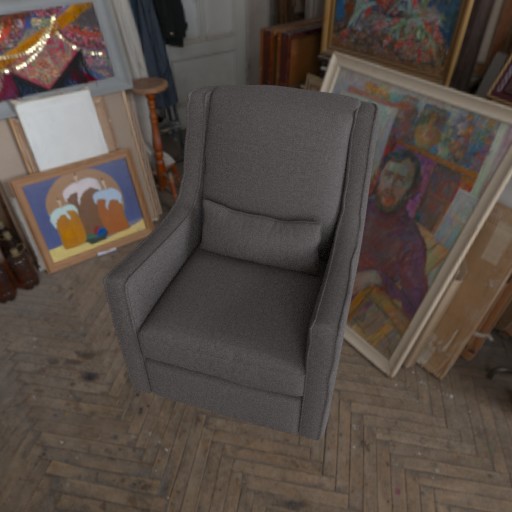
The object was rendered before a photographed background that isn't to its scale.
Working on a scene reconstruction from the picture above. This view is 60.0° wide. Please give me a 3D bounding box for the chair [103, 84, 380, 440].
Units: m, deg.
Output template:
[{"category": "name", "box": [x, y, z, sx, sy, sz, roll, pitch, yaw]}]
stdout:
[{"category": "chair", "box": [0.000, 0.000, 1.638, 0.732, 0.993, 0.879, 11, 41, 13]}]
